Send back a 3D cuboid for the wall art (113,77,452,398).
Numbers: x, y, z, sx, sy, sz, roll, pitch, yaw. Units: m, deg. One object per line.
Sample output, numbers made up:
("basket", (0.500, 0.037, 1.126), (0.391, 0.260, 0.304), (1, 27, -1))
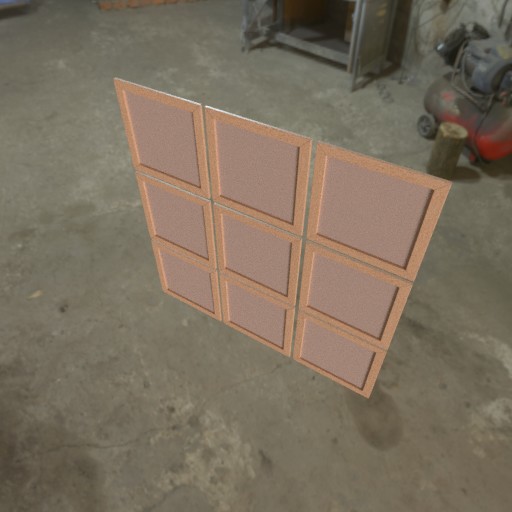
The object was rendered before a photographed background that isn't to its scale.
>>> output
("wall art", (0.000, 0.000, 2.280), (1.519, 1.507, 0.014), (24, 50, 22))
